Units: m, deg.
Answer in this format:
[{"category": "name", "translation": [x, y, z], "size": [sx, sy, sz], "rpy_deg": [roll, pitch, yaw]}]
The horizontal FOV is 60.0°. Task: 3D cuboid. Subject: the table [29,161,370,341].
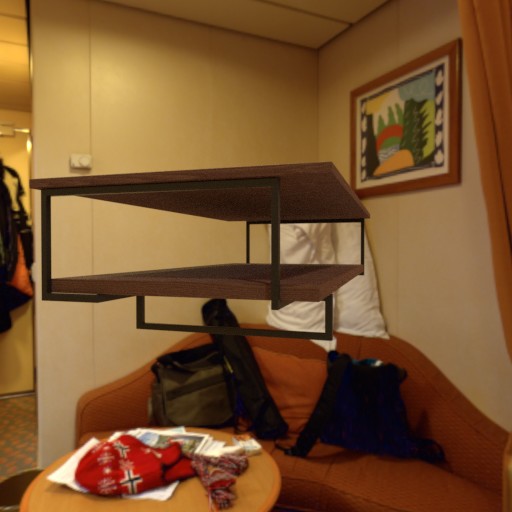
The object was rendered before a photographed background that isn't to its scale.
[{"category": "table", "translation": [0.000, 0.000, 1.432], "size": [0.651, 0.347, 1.197], "rpy_deg": [0, 1, 17]}]
